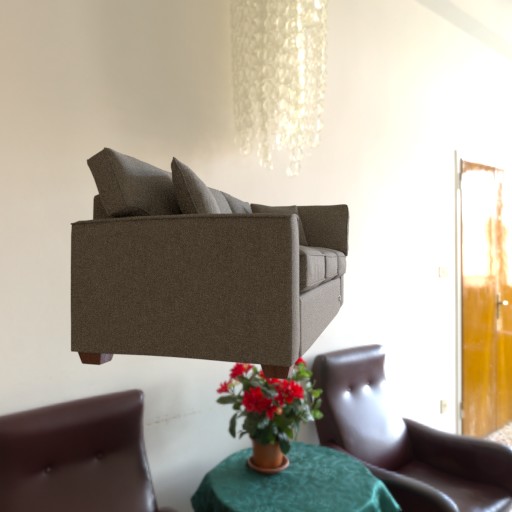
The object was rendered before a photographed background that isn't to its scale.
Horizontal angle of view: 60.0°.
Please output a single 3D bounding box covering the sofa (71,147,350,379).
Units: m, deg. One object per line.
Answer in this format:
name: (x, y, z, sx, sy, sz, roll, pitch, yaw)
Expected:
sofa: (0.000, 0.000, 2.908, 1.061, 0.962, 2.317, 0, 0, 16)
